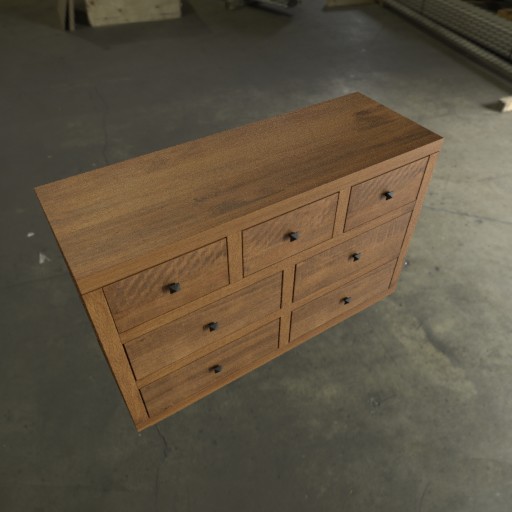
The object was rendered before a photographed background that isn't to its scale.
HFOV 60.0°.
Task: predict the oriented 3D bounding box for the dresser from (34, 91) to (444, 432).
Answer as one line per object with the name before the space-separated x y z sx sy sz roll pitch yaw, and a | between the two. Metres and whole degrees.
dresser | 0.000 0.000 1.691 1.261 0.825 0.479 -23 49 -22
